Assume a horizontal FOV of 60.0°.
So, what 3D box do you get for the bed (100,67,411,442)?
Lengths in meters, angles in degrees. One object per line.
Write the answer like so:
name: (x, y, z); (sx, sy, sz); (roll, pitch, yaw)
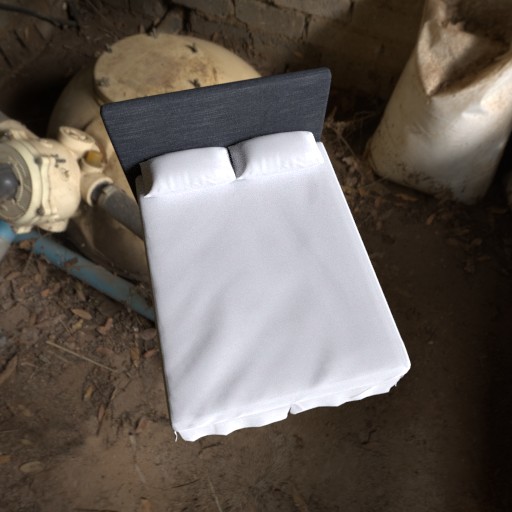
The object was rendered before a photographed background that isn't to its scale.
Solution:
bed: (0.000, 0.000, 3.213); (1.723, 1.330, 2.142); (-12, 63, -6)
